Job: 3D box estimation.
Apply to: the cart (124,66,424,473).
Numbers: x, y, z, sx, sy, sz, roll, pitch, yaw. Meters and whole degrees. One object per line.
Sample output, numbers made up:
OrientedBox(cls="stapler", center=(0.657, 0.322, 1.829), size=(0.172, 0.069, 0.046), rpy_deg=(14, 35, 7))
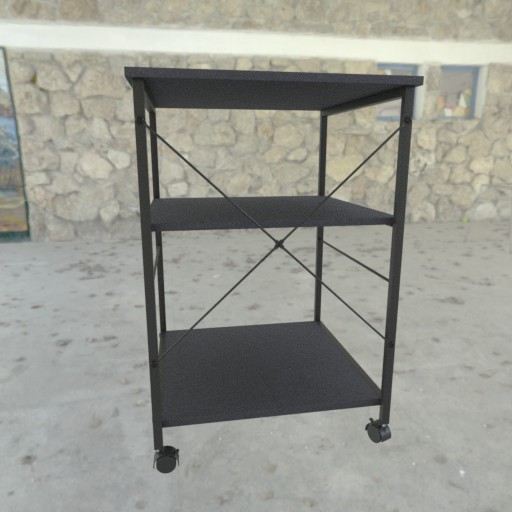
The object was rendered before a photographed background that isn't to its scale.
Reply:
OrientedBox(cls="cart", center=(0.000, 0.000, 1.087), size=(0.521, 0.762, 0.520), rpy_deg=(-2, 13, -10))
